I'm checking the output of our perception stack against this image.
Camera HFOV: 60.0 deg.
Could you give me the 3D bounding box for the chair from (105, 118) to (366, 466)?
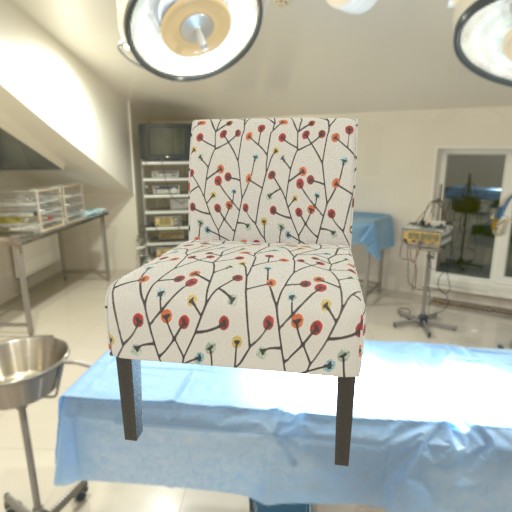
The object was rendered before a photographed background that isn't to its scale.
[{"bbox_3d":[0.000,0.000,1.300,0.597,0.813,0.732,2,14,10],"label":"chair"}]
